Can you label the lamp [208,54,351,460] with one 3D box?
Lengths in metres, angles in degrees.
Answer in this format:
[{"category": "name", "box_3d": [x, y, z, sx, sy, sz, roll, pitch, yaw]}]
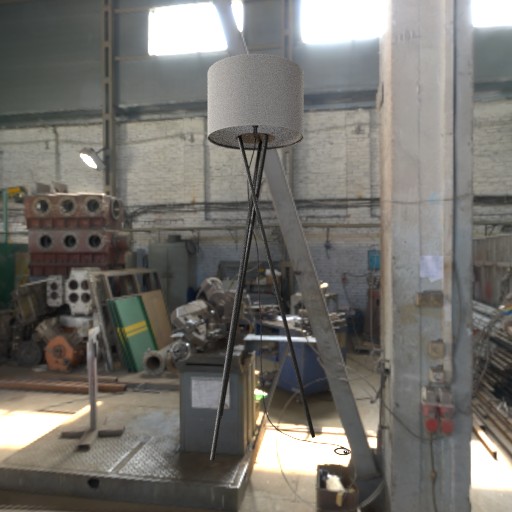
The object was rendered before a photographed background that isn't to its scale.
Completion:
[{"category": "lamp", "box_3d": [0.000, 0.000, 1.946, 0.522, 1.624, 0.667, 0, 0, -35]}]
